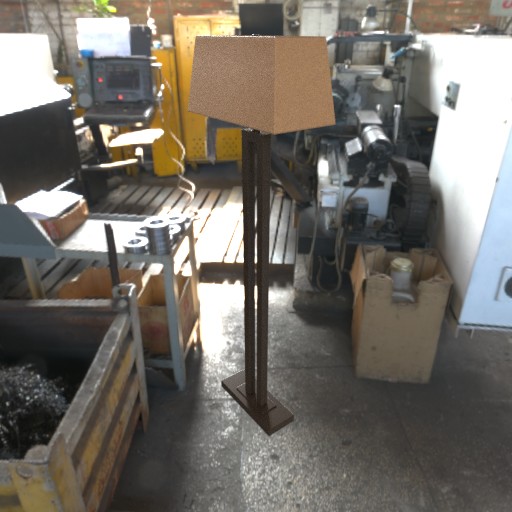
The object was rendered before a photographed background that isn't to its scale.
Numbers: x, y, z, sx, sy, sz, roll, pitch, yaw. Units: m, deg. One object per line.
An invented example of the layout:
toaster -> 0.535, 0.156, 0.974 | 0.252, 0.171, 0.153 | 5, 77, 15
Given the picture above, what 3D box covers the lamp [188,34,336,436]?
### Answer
lamp -> 0.000, 0.000, 1.643 | 0.233, 1.469, 0.475 | -19, 32, -32
